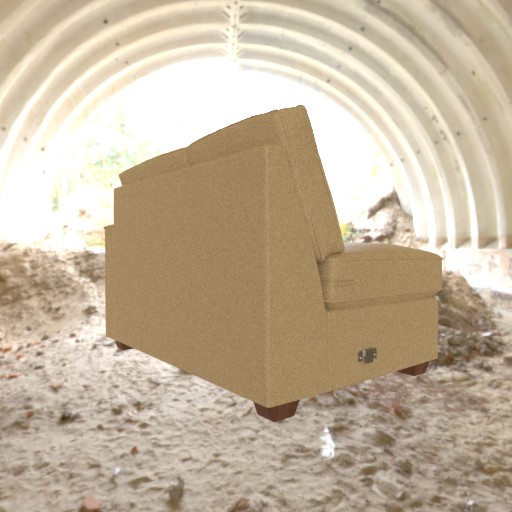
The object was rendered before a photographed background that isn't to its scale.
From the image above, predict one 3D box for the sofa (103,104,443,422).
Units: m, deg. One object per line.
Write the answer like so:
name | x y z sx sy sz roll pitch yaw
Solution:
sofa | 0.000 0.000 2.108 0.991 0.989 1.388 -1 1 -38
